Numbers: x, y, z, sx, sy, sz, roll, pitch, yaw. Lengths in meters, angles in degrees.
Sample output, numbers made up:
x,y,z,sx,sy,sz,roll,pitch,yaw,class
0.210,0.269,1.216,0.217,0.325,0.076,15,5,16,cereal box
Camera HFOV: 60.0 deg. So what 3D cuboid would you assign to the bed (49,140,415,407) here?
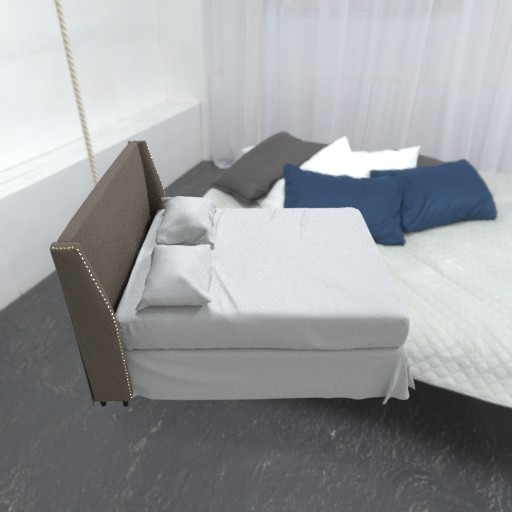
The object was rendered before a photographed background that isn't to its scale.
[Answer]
x,y,z,sx,sy,sz,roll,pitch,yaw,class
0.000,0.000,3.532,2.276,1.332,1.925,0,32,0,bed
